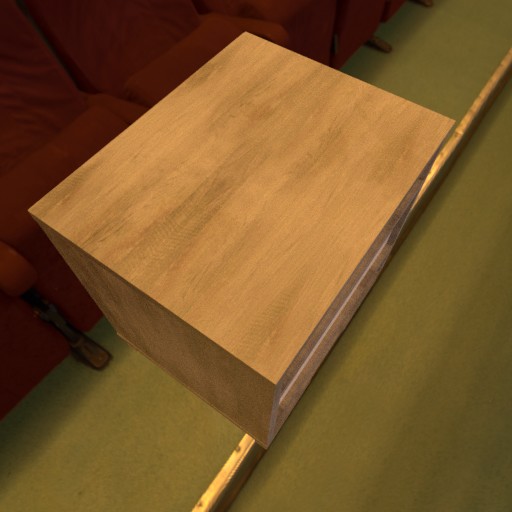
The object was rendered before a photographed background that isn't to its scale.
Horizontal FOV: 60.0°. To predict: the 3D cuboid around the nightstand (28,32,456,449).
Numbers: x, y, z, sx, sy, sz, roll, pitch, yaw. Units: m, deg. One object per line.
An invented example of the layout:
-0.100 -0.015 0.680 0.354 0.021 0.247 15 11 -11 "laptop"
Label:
0.000 0.000 0.740 0.347 0.448 0.427 31 64 17 "nightstand"
